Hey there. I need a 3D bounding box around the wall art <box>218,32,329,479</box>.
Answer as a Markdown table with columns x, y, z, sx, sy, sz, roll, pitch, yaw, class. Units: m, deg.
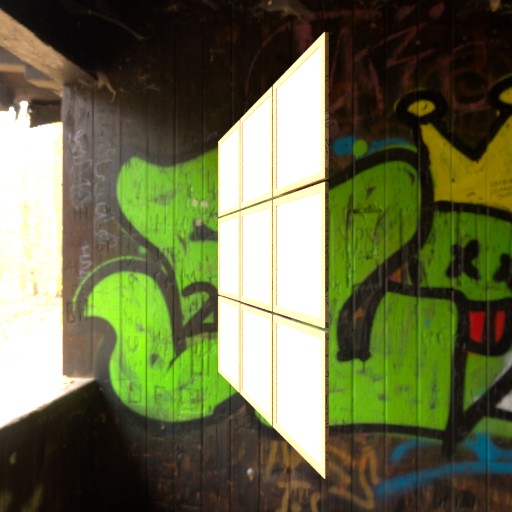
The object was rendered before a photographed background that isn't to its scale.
| x | y | z | sx | sy | sz | roll | pitch | yaw | class |
| --- | --- | --- | --- | --- | --- | --- | --- | --- | --- |
| 0.000 | 0.000 | 1.780 | 0.013 | 1.218 | 1.206 | 0 | 0 | -19 | wall art |
